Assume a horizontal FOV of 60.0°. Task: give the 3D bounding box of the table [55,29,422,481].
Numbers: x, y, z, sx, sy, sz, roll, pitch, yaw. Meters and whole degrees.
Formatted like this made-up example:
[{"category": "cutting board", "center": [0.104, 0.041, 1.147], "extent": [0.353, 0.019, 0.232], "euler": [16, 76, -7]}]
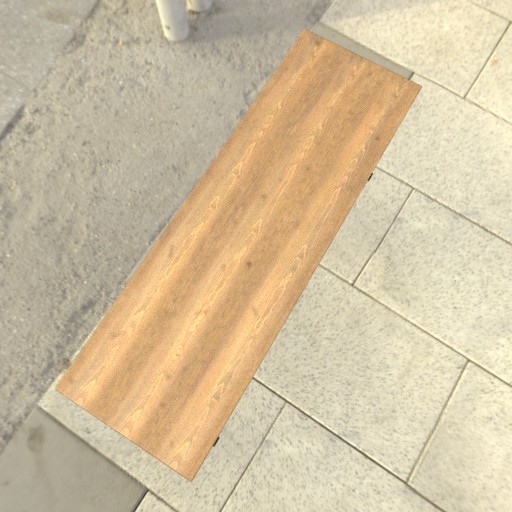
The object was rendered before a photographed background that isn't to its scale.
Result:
[{"category": "table", "center": [0.000, 0.000, 2.063], "extent": [0.551, 0.902, 1.700], "euler": [30, 77, 8]}]
